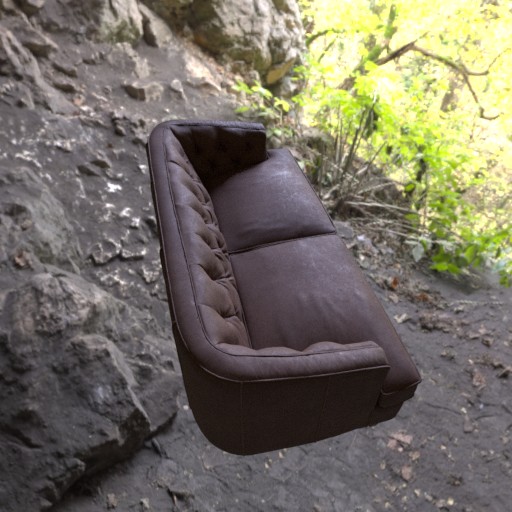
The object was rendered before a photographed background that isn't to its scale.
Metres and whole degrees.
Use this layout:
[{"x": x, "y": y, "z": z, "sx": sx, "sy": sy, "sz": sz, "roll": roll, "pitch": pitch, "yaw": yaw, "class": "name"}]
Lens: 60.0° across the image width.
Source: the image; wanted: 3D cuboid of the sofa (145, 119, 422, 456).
[{"x": 0.000, "y": 0.000, "z": 2.251, "sx": 0.917, "sy": 0.799, "sz": 1.767, "roll": -10, "pitch": 46, "yaw": -10, "class": "sofa"}]
